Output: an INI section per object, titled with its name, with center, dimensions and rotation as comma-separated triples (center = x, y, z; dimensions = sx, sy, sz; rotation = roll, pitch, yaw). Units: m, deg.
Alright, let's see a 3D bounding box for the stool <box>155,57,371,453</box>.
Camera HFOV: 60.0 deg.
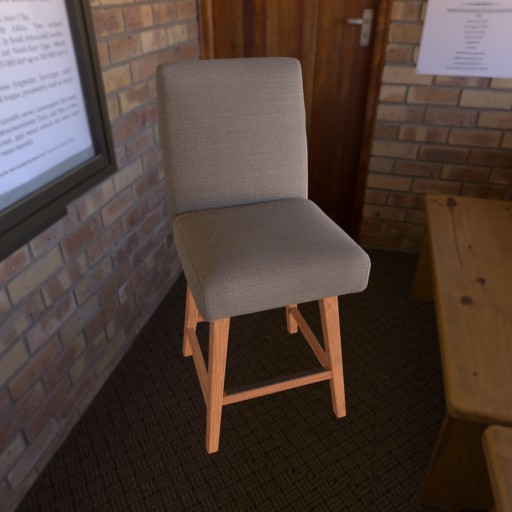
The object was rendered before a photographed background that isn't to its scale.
[stool]
center = 0.000, 0.000, 1.319
dimensions = 0.459, 1.019, 0.570
rotation = -9, 33, -15
